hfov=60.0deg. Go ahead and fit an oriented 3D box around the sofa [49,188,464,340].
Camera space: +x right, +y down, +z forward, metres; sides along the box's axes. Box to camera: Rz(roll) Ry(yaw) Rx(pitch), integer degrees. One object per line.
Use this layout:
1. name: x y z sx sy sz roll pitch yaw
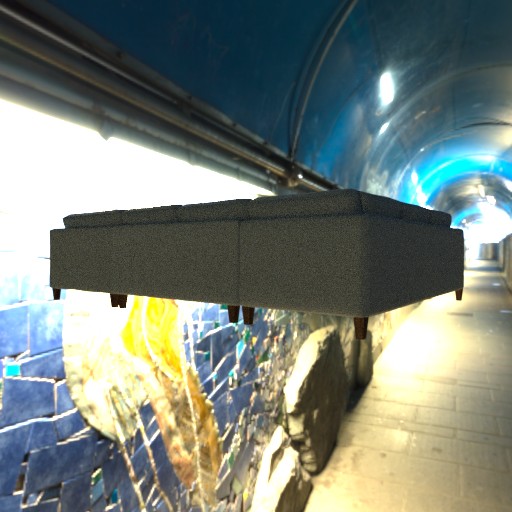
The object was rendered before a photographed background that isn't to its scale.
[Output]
1. sofa: 0.000 0.000 4.463 3.403 0.889 2.551 1 1 37
